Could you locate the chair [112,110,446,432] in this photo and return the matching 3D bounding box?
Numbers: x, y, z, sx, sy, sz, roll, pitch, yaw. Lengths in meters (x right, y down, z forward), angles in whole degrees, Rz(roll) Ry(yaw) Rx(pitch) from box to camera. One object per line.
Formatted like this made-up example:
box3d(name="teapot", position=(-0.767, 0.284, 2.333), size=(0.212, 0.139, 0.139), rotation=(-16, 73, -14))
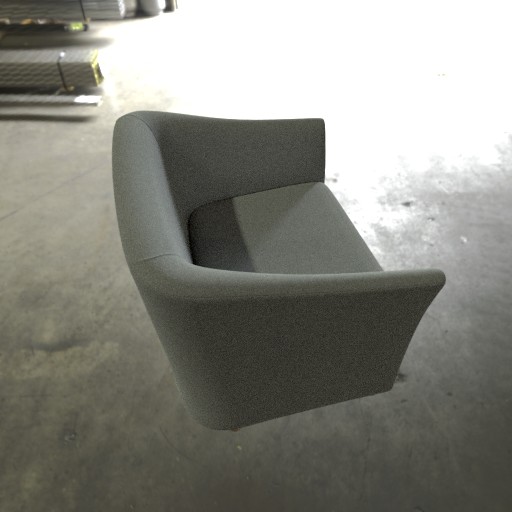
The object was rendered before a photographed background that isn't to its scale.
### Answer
box3d(name="chair", position=(0.000, 0.000, 1.347), size=(0.700, 0.720, 0.790), rotation=(-11, 46, -11))
